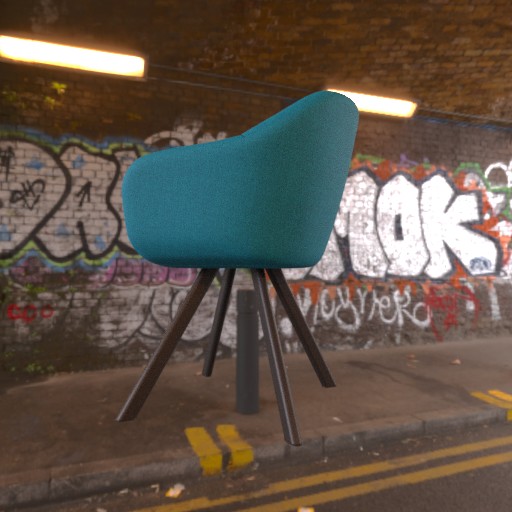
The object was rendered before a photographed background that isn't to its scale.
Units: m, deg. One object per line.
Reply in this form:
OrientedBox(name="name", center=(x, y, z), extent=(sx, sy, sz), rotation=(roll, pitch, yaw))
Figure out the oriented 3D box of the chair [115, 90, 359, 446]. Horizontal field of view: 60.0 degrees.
OrientedBox(name="chair", center=(0.000, 0.000, 1.209), extent=(0.550, 0.795, 0.590), rotation=(0, -1, 19))
